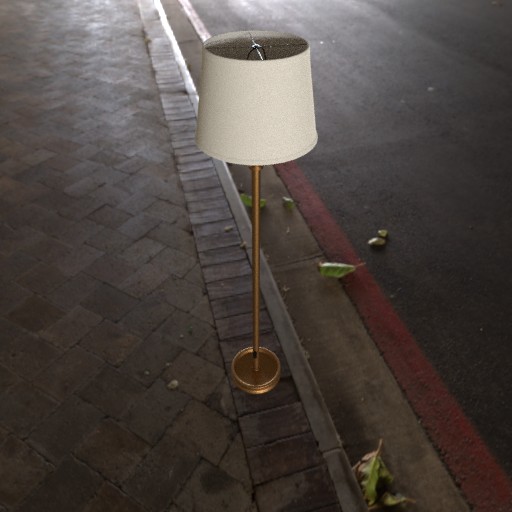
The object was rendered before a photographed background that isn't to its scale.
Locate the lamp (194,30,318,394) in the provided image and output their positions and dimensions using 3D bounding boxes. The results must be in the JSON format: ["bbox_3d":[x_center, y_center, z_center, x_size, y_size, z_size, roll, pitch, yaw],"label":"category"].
[{"bbox_3d":[0.000,0.000,0.796,0.178,0.710,0.178,0,41,0],"label":"lamp"}]
